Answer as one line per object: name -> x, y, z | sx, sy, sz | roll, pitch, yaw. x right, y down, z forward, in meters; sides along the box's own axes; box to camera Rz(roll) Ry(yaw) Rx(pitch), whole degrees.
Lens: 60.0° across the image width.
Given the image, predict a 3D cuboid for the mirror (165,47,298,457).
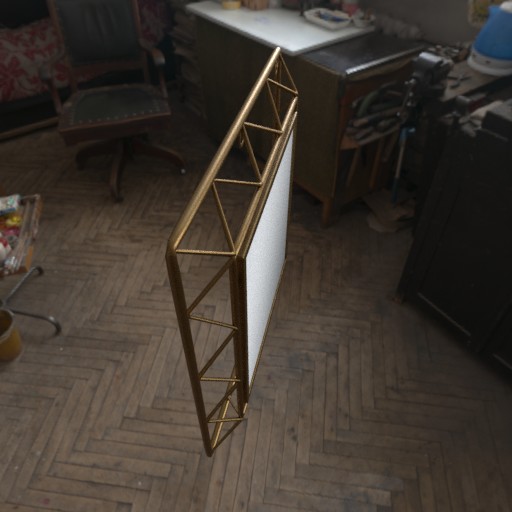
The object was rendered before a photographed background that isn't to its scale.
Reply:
mirror -> 0.000, 0.000, 0.614 | 0.046, 0.414, 0.416 | 10, 46, 10
